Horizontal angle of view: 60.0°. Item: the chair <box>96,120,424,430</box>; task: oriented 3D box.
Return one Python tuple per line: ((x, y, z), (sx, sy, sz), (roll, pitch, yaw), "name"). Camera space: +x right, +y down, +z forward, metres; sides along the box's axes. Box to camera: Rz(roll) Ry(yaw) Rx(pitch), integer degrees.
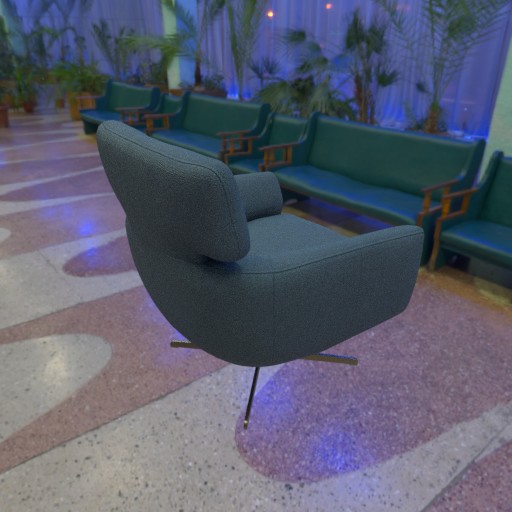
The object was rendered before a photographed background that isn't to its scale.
((0.000, 0.000, 1.385), (0.761, 0.813, 0.738), (-18, 32, -32), "chair")
